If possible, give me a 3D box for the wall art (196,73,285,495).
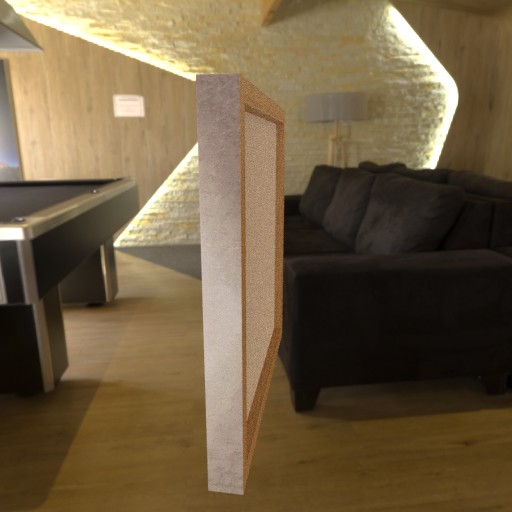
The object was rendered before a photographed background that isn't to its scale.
[{"bbox_3d":[0.000,0.000,0.452,0.028,0.303,0.303,2,14,9],"label":"wall art"}]
